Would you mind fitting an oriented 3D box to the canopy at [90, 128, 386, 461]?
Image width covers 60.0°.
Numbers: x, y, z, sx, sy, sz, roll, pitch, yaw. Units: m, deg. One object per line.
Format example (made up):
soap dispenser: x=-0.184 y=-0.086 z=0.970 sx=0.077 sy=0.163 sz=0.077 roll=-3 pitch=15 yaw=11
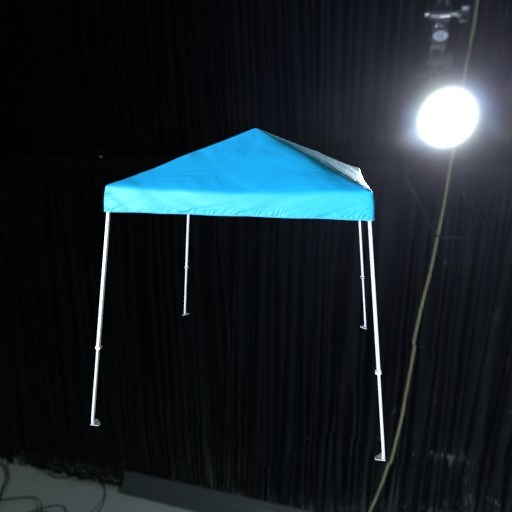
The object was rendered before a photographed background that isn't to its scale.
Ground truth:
canopy: x=0.000 y=0.000 z=5.137 sx=2.848 sy=2.849 sz=2.849 roll=3 pitch=16 yaw=10
